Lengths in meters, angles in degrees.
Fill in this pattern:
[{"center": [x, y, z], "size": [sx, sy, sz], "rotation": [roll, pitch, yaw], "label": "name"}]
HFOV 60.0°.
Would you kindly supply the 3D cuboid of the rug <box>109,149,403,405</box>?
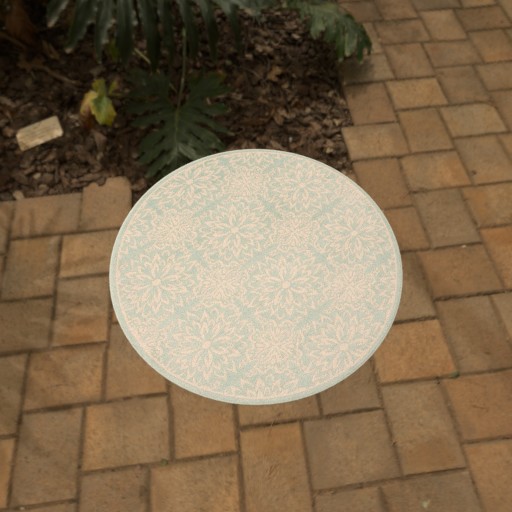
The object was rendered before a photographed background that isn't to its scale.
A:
[{"center": [0.000, 0.000, 2.439], "size": [1.593, 0.012, 1.593], "rotation": [0, 59, 0], "label": "rug"}]
